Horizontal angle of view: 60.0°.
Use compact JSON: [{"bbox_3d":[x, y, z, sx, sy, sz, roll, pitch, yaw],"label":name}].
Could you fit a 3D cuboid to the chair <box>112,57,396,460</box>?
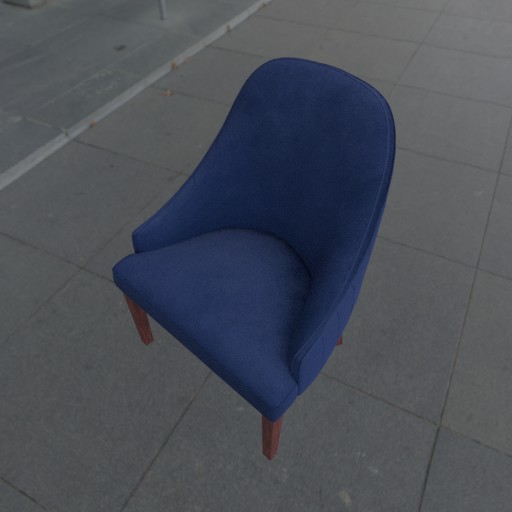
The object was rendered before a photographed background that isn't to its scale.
[{"bbox_3d":[0.000,0.000,1.238,0.643,0.889,0.575,34,56,27],"label":"chair"}]
